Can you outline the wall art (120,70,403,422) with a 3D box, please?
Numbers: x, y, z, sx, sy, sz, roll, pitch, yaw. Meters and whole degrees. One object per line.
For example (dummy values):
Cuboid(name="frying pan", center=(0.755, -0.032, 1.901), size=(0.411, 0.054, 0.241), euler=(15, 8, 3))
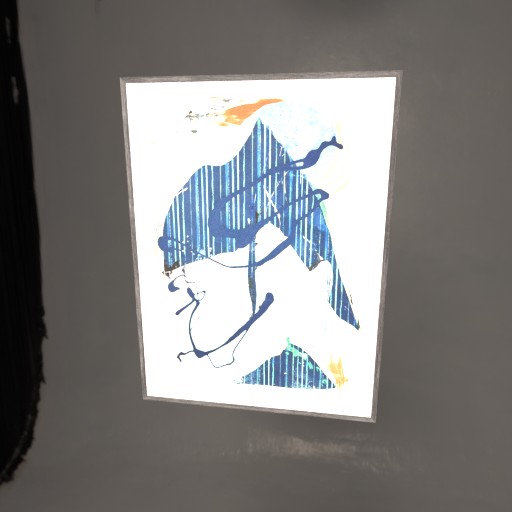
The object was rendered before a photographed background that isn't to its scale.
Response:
Cuboid(name="wall art", center=(0.000, 0.000, 1.336), size=(0.762, 1.016, 0.063), euler=(2, 15, 9))
